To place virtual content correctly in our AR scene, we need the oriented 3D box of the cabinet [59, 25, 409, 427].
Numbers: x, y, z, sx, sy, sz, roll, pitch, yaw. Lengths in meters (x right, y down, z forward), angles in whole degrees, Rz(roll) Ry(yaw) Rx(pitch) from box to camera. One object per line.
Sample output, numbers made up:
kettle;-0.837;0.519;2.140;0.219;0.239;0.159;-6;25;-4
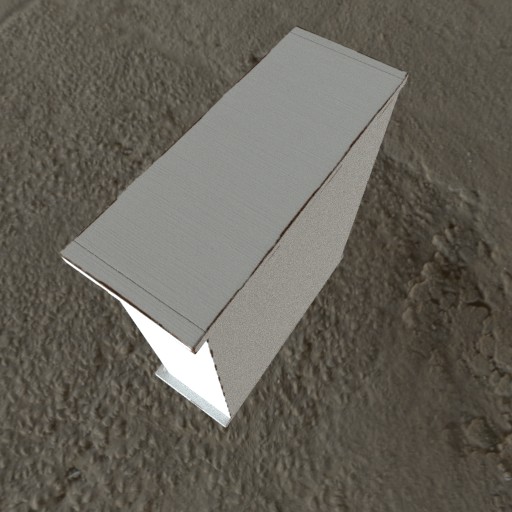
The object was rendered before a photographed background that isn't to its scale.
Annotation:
cabinet;0.000;0.000;0.882;0.210;0.603;0.541;31;66;16
